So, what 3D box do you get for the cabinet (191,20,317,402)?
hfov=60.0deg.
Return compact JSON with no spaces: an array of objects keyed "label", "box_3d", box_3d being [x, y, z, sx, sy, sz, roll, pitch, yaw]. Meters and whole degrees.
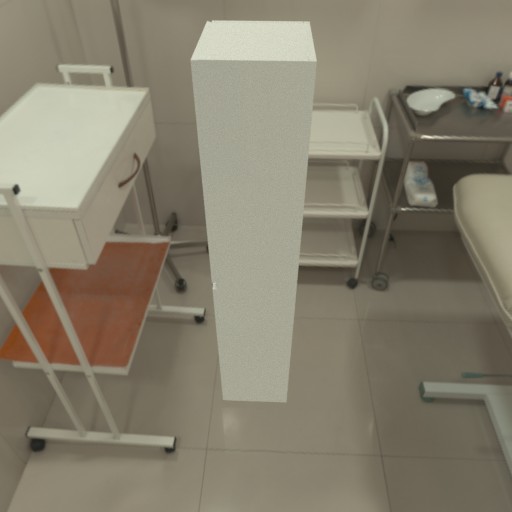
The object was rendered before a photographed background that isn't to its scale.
[{"label":"cabinet","box_3d":[0.000,0.000,1.527,0.270,1.400,0.300,1,42,2]}]
